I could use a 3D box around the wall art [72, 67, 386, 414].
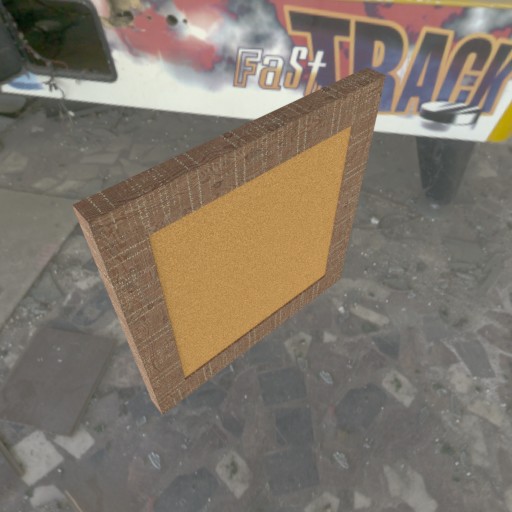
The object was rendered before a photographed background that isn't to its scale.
[{"bbox_3d":[0.000,0.000,0.817,0.531,0.531,0.040,-33,56,-26],"label":"wall art"}]
